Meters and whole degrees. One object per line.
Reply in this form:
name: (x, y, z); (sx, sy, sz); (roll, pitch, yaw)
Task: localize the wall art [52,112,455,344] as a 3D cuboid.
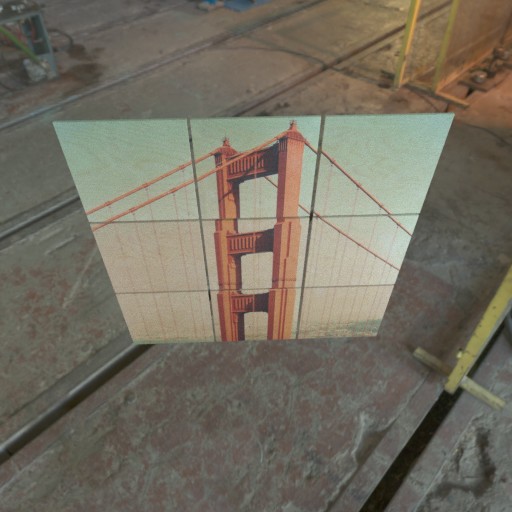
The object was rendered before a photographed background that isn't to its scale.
wall art: (0.000, 0.000, 2.227); (1.517, 1.523, 0.013); (-2, 47, -2)
